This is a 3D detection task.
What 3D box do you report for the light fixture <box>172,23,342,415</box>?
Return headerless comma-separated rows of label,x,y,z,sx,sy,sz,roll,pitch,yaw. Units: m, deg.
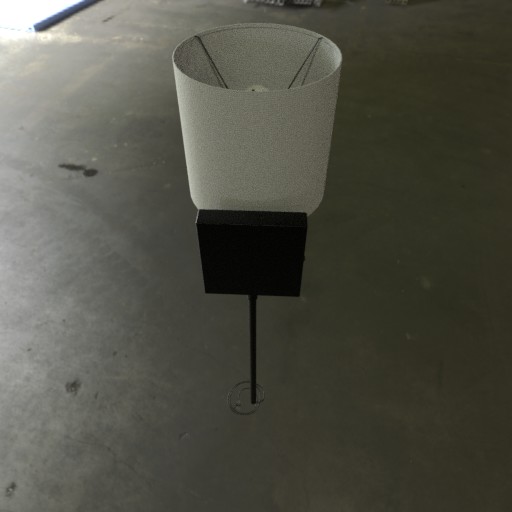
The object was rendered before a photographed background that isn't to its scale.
light fixture,0.000,0.000,0.685,0.188,0.589,0.248,2,46,2
